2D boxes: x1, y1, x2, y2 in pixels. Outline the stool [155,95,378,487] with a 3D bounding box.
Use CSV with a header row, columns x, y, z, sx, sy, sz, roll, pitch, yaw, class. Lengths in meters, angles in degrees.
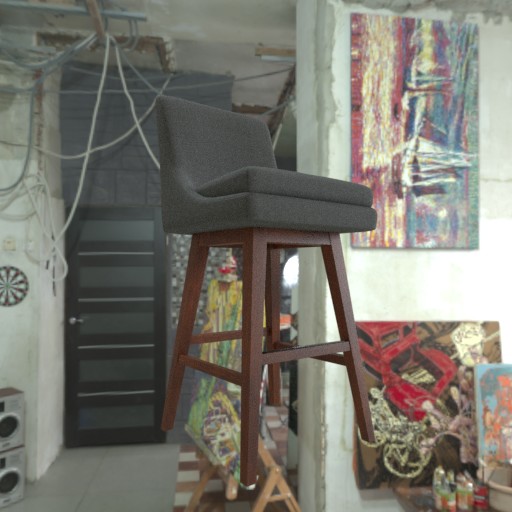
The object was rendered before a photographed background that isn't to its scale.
x,y,z,sx,sy,sz,roll,pitch,yaw,class
0.000,0.000,1.249,0.447,0.977,0.524,1,-2,-37,stool
